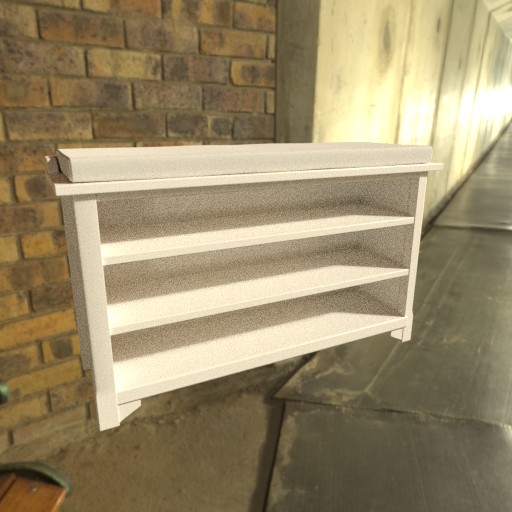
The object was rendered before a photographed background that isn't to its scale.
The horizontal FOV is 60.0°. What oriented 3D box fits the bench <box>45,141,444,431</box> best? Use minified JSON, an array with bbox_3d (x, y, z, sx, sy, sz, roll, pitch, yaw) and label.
[{"bbox_3d":[0.000,0.000,1.227,0.987,0.589,0.346,-8,19,-26],"label":"bench"}]
